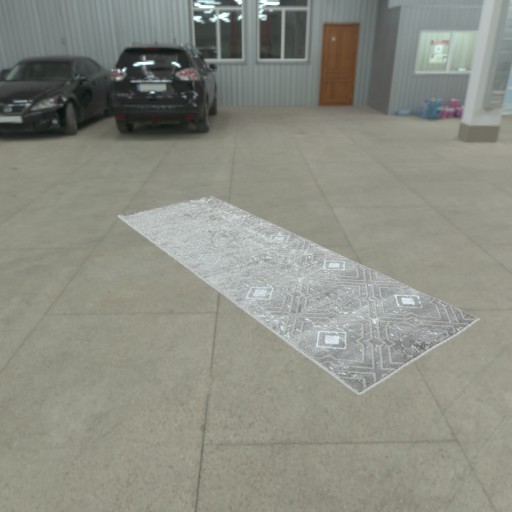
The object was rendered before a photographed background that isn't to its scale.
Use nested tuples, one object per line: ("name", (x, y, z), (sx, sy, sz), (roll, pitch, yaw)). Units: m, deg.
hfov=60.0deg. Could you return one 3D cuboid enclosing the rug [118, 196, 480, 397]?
("rug", (0.000, 0.000, 2.697), (0.832, 0.035, 2.381), (-17, 30, -33))
